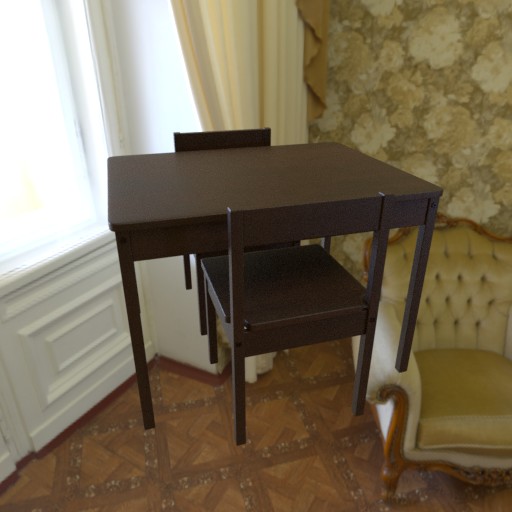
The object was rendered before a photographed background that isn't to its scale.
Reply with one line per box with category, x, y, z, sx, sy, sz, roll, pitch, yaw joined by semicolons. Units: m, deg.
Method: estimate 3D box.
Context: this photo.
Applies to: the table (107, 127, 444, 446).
table;0.000;0.000;1.105;0.650;0.503;0.672;-8;27;-15
